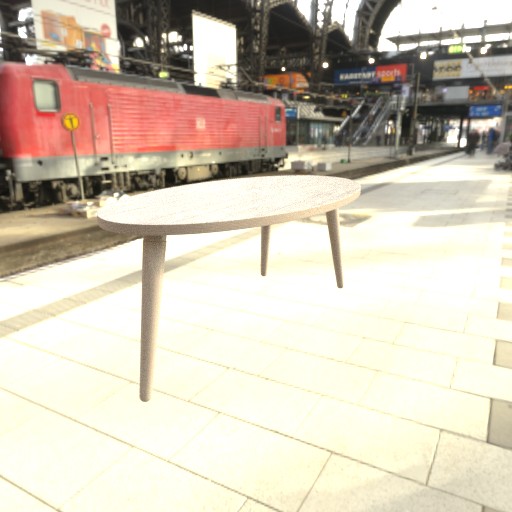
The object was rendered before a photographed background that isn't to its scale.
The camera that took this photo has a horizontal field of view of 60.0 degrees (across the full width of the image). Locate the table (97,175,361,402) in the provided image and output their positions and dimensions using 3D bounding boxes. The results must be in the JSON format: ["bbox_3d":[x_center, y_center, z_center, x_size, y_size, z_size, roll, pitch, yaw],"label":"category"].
[{"bbox_3d":[0.000,0.000,1.331,0.542,0.390,1.083,8,17,26],"label":"table"}]
